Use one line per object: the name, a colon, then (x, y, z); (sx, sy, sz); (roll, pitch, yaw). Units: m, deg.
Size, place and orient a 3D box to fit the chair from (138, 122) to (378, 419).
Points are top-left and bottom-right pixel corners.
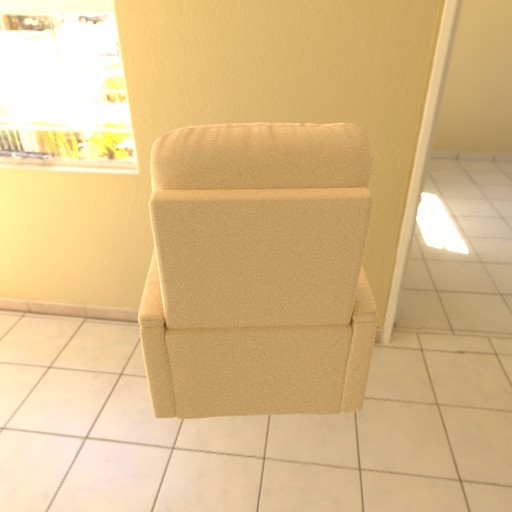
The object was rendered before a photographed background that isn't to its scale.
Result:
chair: (0.000, 0.000, 1.616); (0.775, 1.082, 0.831); (-1, 30, -2)
